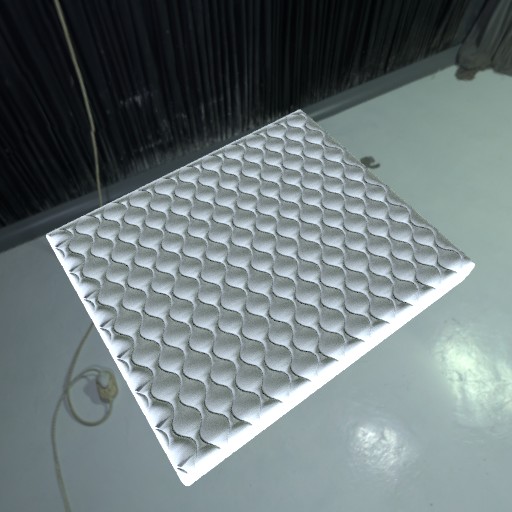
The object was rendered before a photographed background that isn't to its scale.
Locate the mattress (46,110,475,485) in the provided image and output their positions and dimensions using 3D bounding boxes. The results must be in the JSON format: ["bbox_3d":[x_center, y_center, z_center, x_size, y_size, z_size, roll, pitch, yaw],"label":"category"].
[{"bbox_3d":[0.000,0.000,2.596,1.900,0.200,1.600,-31,63,-18],"label":"mattress"}]
